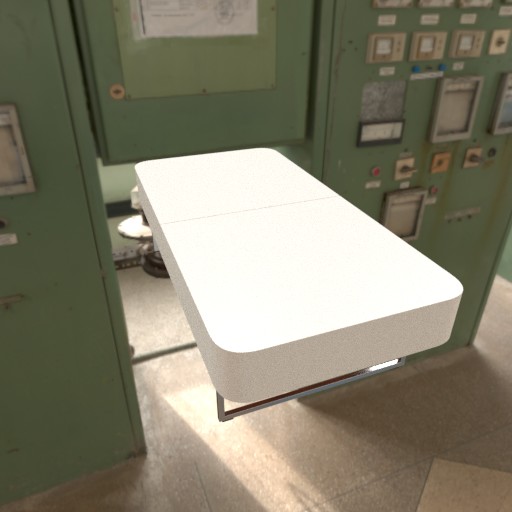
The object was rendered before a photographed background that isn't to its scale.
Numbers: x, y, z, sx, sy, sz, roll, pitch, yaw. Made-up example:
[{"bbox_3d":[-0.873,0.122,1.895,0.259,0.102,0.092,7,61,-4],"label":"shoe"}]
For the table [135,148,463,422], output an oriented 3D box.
[{"bbox_3d":[0.000,0.000,1.471,0.600,0.340,1.200,-11,32,-18],"label":"table"}]
